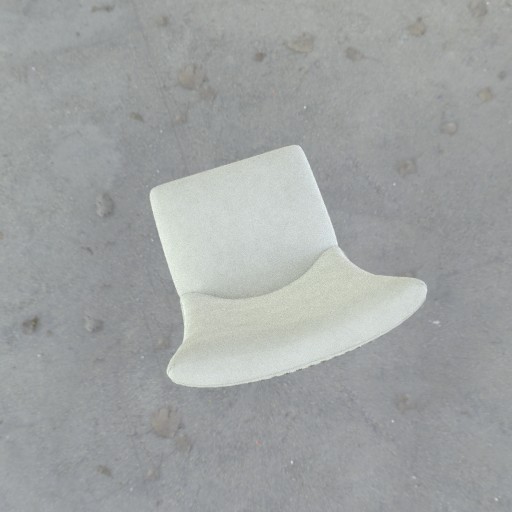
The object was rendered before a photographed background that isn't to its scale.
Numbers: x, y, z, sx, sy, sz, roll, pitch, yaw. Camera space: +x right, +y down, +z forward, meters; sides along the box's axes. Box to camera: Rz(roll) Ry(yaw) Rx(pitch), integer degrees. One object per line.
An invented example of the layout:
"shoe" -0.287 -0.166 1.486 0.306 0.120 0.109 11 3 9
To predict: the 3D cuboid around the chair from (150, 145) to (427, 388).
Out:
"chair" 0.000 0.000 1.237 0.495 0.902 0.610 -18 78 -4
